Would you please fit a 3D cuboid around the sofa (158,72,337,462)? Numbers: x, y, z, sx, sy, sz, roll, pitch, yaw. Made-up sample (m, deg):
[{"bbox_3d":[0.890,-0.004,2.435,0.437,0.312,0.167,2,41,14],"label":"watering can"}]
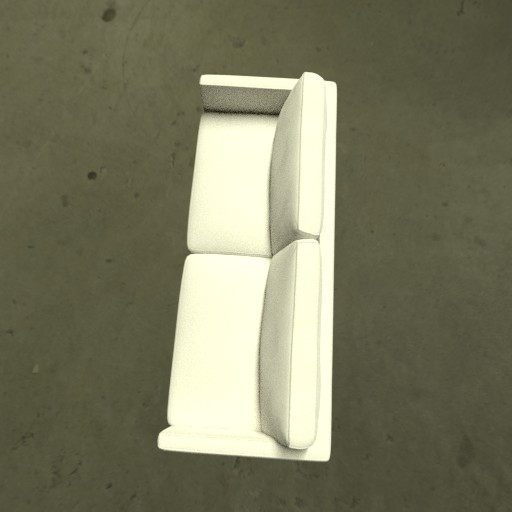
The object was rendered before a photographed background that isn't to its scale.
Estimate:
[{"bbox_3d":[0.000,0.000,2.903,0.951,0.962,2.361,4,74,1],"label":"sofa"}]
